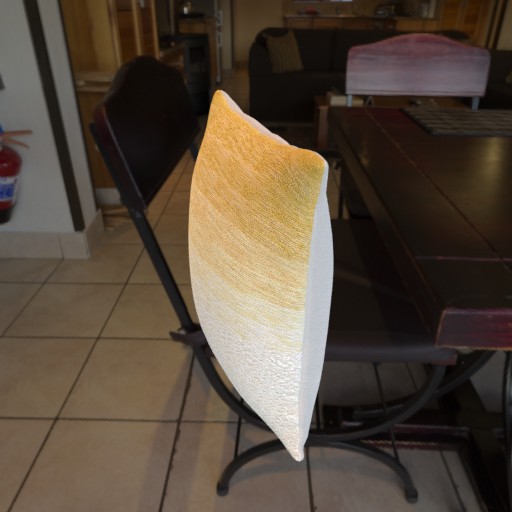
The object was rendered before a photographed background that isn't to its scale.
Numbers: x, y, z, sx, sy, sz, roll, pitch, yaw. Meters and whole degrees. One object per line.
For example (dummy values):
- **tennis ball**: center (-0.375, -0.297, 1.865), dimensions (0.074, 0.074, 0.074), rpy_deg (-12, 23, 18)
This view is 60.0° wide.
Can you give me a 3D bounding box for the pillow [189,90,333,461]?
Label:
- **pillow**: center (0.000, 0.000, 0.720), dimensions (0.211, 0.450, 0.450), rpy_deg (-9, 30, -15)
